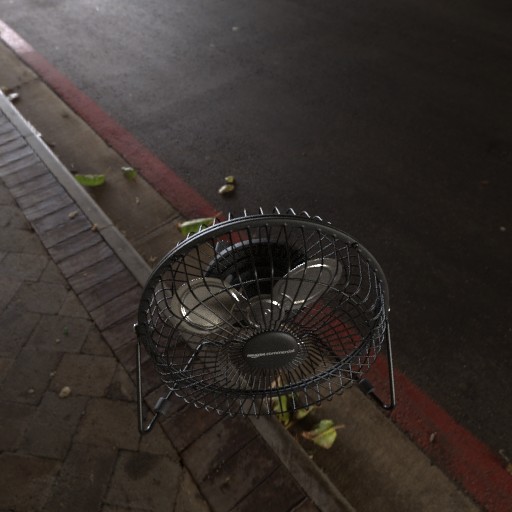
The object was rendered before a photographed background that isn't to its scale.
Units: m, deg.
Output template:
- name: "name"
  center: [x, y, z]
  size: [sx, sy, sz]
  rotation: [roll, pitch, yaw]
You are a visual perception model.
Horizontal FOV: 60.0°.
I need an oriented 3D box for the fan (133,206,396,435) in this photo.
- name: "fan"
  center: [0.000, 0.000, 0.379]
  size: [0.209, 0.188, 0.227]
  rotation: [-4, 46, -4]
